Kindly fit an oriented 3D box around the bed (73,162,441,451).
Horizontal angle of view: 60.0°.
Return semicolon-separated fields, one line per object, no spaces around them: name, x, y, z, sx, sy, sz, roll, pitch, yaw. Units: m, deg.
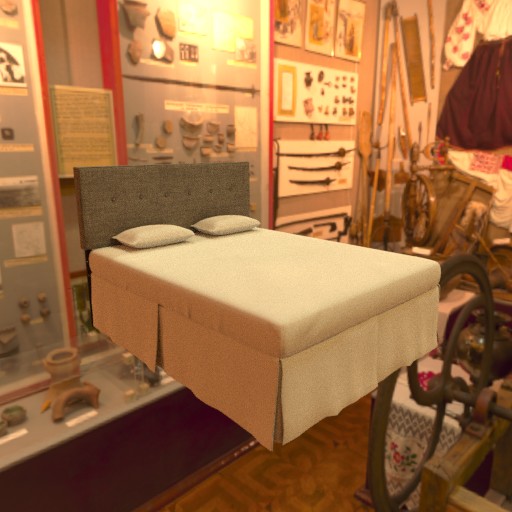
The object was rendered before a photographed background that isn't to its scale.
bed;0.000;0.000;2.996;1.621;1.168;1.958;-13;19;-42
